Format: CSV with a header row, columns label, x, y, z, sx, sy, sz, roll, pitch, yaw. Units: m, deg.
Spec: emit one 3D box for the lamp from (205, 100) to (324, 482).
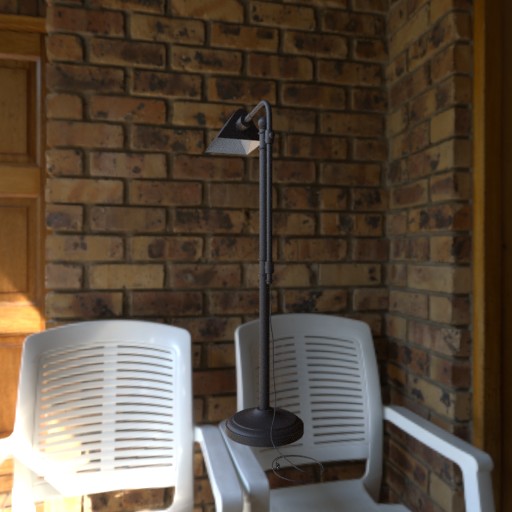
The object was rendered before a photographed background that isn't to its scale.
label,x,y,z,sx,sy,sz,roll,pitch,yaw
lamp,0.000,0.000,0.954,0.159,0.708,0.545,0,0,-17
